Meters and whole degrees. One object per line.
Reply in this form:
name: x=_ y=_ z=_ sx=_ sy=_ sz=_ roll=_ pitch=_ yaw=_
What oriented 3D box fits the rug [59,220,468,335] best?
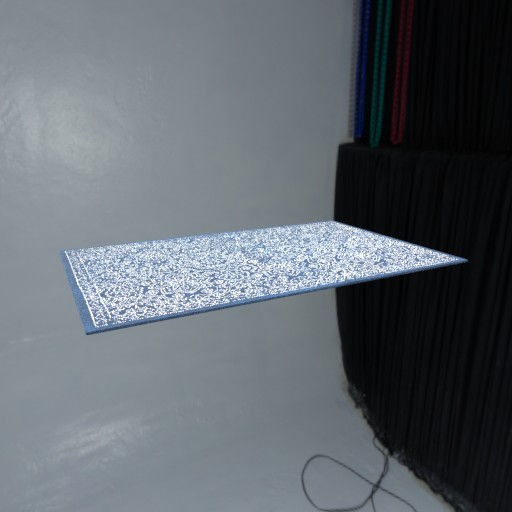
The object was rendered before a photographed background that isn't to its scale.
rug: x=0.000 y=0.000 z=3.109 sx=2.441 sy=0.015 sz=1.526 roll=-8 pitch=18 yaw=-26
